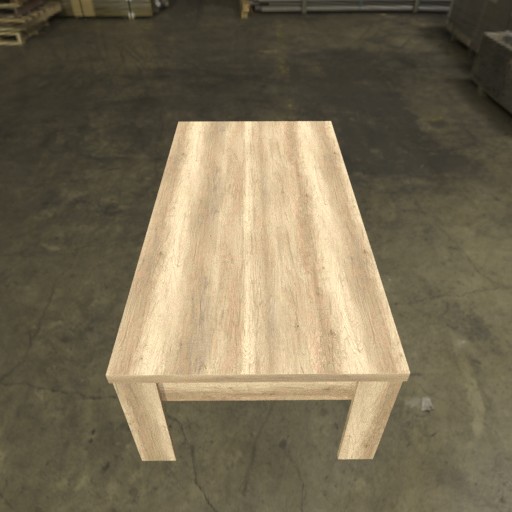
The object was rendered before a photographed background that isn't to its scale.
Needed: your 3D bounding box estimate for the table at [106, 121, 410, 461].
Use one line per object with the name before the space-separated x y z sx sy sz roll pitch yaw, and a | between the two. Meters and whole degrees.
table | 0.000 0.000 1.676 0.700 0.460 1.350 0 41 0
